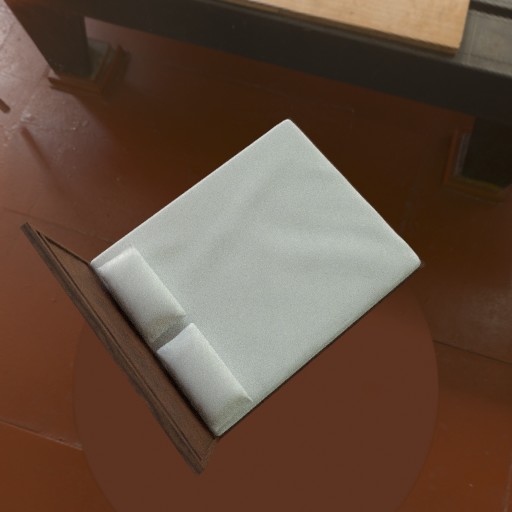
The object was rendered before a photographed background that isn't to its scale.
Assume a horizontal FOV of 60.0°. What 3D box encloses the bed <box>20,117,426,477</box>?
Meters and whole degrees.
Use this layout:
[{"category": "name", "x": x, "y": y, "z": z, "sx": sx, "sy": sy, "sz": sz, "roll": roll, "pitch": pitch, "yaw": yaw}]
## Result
[{"category": "bed", "x": 0.000, "y": 0.000, "z": 3.377, "sx": 2.218, "sy": 1.487, "sz": 1.765, "roll": -38, "pitch": 79, "yaw": -9}]
